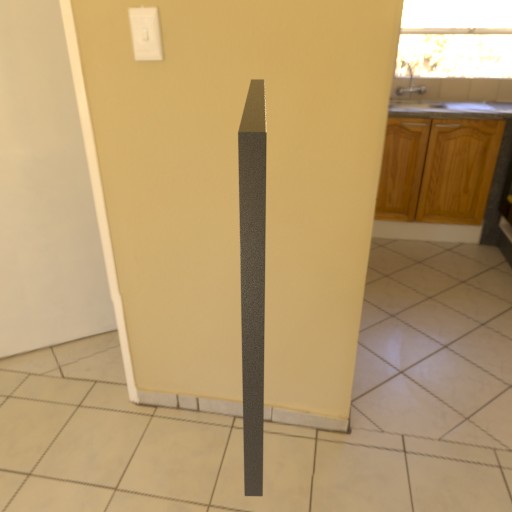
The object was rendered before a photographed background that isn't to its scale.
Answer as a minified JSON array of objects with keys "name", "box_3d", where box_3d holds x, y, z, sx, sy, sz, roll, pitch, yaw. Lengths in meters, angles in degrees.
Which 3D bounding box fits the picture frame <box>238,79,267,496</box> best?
[{"name":"picture frame","box_3d":[0.000,0.000,0.815,0.029,0.557,0.559,0,27,1]}]
